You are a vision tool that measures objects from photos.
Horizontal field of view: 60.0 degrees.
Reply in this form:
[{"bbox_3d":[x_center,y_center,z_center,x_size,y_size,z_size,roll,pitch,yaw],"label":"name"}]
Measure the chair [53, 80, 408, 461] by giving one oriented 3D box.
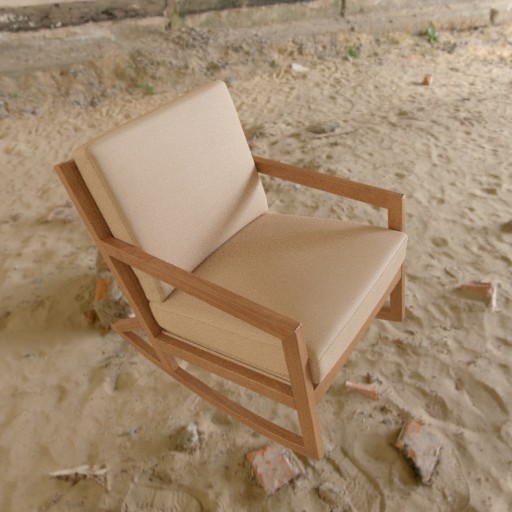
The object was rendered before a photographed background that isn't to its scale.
[{"bbox_3d":[0.000,0.000,1.373,0.857,0.790,0.622,25,48,25],"label":"chair"}]
